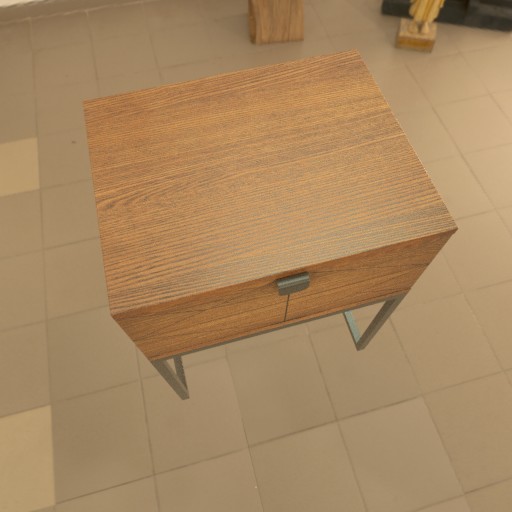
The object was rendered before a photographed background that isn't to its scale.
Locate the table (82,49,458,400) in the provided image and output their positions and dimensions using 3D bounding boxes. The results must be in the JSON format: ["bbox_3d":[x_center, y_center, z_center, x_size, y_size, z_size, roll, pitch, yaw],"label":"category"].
[{"bbox_3d":[0.000,0.000,0.939,0.482,0.610,0.400,-14,63,-7],"label":"table"}]
